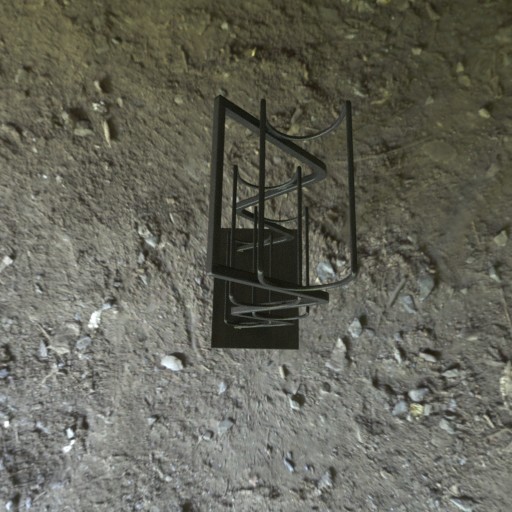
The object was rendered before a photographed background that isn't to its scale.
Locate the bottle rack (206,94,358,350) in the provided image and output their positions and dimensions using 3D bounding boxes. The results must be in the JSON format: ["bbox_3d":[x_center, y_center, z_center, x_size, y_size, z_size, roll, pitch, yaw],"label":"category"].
[{"bbox_3d":[0.000,0.000,0.666,0.178,0.559,0.254,1,76,0],"label":"bottle rack"}]
